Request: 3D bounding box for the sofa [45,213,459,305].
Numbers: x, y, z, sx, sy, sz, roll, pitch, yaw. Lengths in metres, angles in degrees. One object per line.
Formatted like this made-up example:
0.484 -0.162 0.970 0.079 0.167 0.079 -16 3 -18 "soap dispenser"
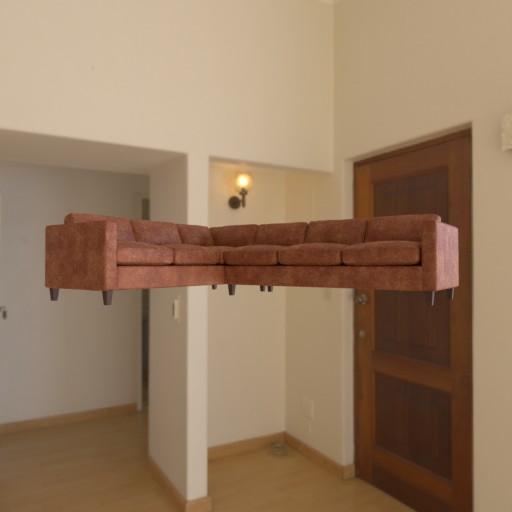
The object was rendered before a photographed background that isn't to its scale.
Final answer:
0.000 0.000 4.251 3.150 0.838 2.438 -1 -1 35 "sofa"
